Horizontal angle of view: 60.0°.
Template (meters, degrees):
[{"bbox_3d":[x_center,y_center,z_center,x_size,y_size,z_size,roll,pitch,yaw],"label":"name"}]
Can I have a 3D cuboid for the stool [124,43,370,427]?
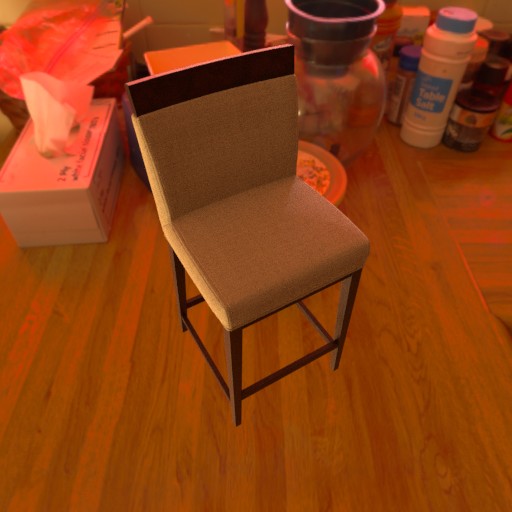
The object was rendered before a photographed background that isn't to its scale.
[{"bbox_3d":[0.000,0.000,1.328,0.463,1.011,0.480,-23,51,-20],"label":"stool"}]
